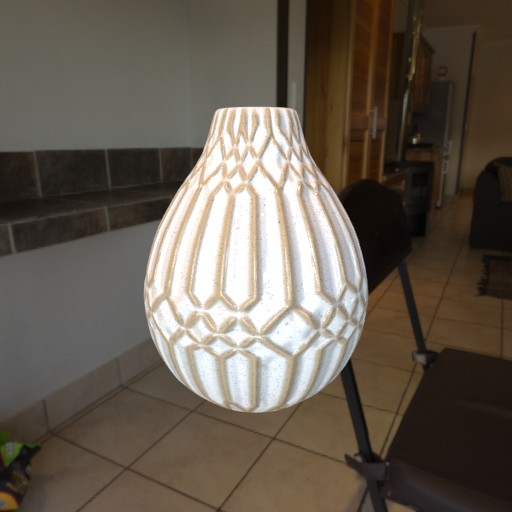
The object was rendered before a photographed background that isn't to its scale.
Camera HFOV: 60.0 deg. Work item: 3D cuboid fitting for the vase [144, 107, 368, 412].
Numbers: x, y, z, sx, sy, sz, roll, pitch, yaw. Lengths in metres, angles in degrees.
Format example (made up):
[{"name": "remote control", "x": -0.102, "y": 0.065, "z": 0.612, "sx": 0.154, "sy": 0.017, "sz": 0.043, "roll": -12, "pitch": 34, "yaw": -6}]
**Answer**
[{"name": "vase", "x": 0.000, "y": 0.000, "z": 0.318, "sx": 0.159, "sy": 0.200, "sz": 0.159, "roll": 0, "pitch": 14, "yaw": 0}]
